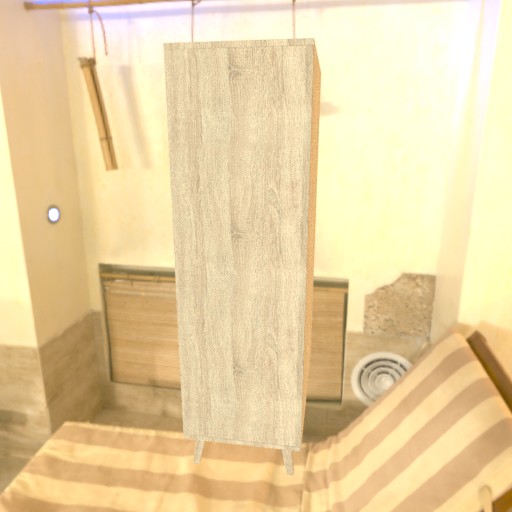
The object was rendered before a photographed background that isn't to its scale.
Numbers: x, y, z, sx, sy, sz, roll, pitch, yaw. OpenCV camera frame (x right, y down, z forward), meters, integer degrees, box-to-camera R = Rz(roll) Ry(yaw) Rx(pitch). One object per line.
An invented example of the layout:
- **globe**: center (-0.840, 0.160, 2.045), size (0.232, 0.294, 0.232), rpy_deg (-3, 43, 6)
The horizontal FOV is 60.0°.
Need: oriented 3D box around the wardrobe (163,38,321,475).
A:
- **wardrobe**: center (0.000, 0.000, 2.406), size (0.600, 1.960, 1.000), rpy_deg (3, 16, 9)
